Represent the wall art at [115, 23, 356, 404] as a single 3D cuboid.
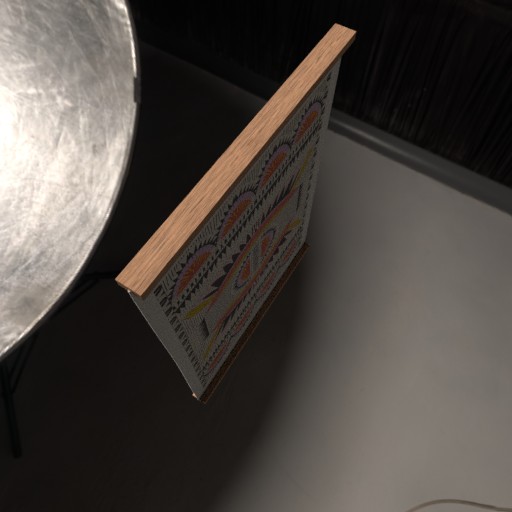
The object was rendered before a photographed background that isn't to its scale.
[{"bbox_3d":[0.000,0.000,0.682,0.028,0.527,0.403,29,66,14],"label":"wall art"}]
